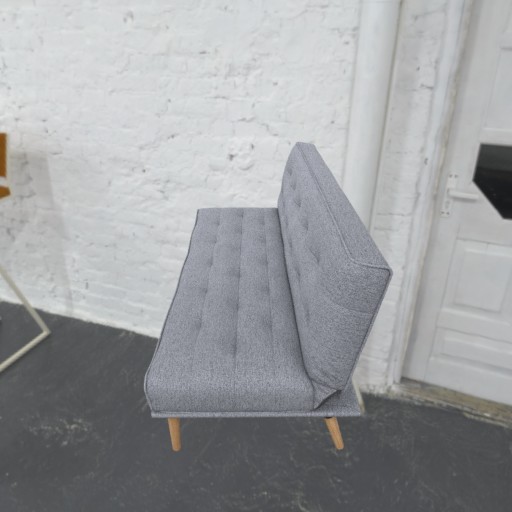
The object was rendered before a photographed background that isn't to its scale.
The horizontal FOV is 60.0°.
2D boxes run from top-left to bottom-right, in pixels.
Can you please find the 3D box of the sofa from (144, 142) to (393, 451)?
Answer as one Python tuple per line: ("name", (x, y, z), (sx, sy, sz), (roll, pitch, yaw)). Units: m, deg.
("sofa", (0.000, 0.000, 2.302), (0.810, 0.830, 1.820), (0, 26, 0))
